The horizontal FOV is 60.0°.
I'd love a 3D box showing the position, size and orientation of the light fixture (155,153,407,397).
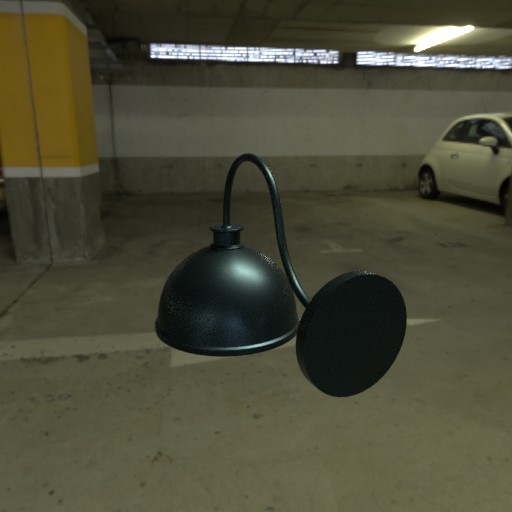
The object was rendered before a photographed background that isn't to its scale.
[{"bbox_3d":[0.000,0.000,0.655,0.253,0.295,0.467,-7,16,-26],"label":"light fixture"}]
